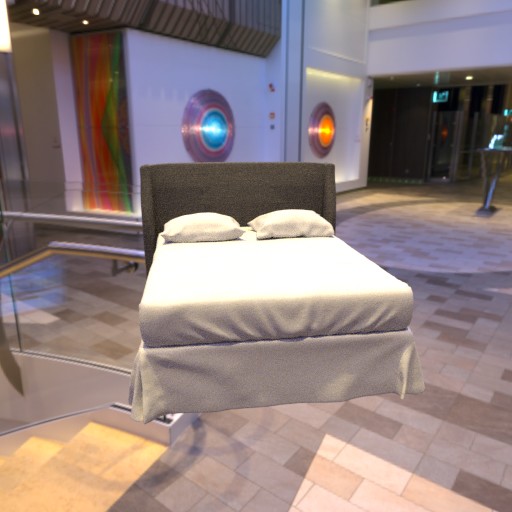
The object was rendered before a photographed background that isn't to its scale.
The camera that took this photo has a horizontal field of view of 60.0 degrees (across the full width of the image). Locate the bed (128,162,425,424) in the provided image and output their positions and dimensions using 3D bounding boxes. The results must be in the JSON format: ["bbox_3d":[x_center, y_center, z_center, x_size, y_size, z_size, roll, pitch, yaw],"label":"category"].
[{"bbox_3d":[0.000,0.000,3.514,1.925,1.332,2.276,-2,16,-8],"label":"bed"}]
